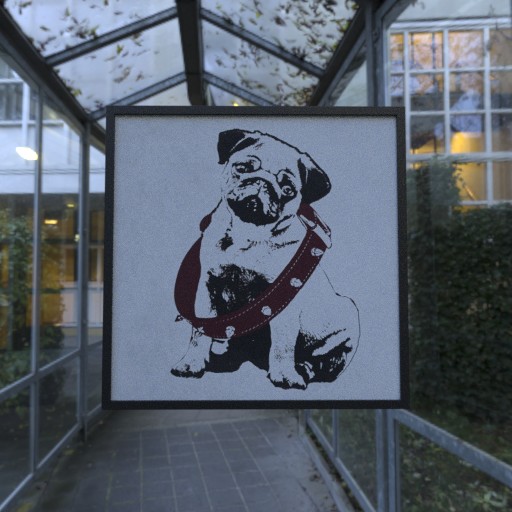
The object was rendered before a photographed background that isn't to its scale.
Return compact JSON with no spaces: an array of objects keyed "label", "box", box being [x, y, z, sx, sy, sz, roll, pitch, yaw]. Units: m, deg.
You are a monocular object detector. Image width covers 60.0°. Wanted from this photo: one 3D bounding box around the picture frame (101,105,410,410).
[{"label":"picture frame","box":[0.000,0.000,0.478,0.317,0.317,0.030,0,-3,-1]}]
